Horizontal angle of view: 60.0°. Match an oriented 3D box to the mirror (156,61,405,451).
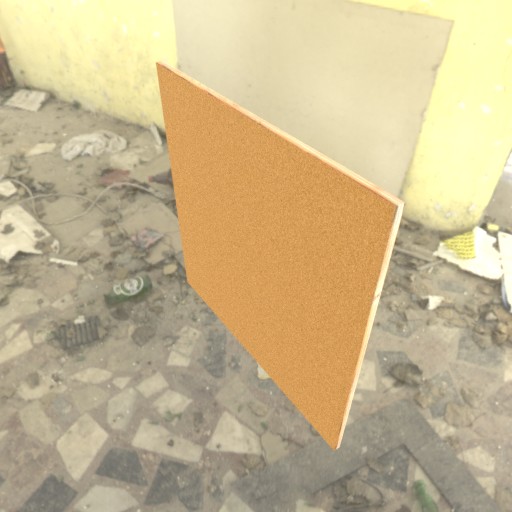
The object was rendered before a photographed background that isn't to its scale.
[{"bbox_3d":[0.000,0.000,1.191,0.061,0.804,0.804,-26,48,-26],"label":"mirror"}]
